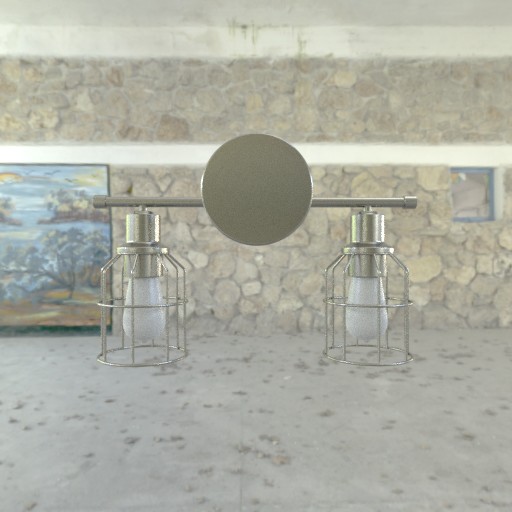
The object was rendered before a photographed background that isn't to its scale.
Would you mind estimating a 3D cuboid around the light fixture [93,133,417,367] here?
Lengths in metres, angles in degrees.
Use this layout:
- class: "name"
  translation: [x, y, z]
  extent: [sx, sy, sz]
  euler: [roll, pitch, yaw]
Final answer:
- class: "light fixture"
  translation: [0.000, 0.000, 0.537]
  extent: [0.406, 0.254, 0.165]
  euler: [0, 0, -1]
